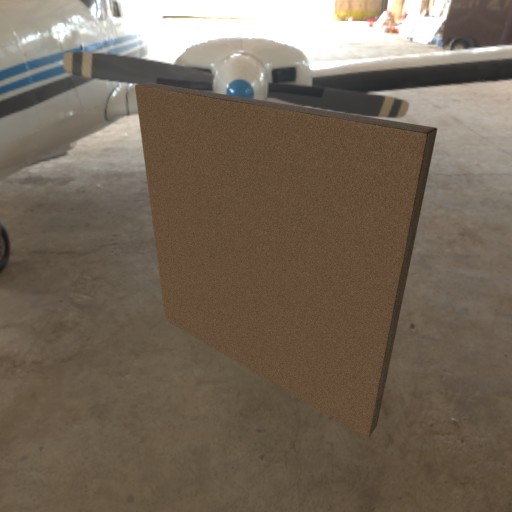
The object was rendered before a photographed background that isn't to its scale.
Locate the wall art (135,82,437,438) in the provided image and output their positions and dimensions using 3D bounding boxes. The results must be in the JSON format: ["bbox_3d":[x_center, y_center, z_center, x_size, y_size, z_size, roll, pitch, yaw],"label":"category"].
[{"bbox_3d":[0.000,0.000,1.124,0.749,0.751,0.050,22,37,33],"label":"wall art"}]
